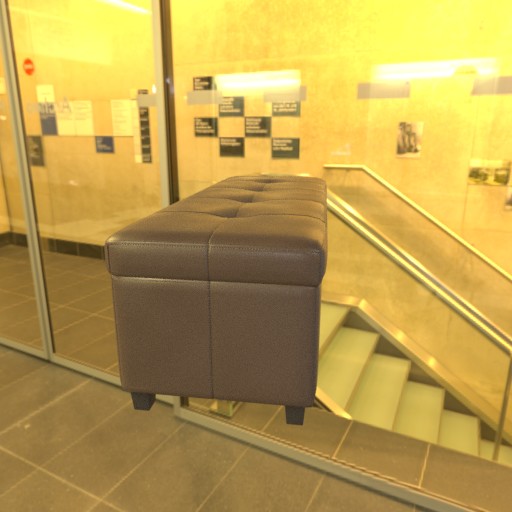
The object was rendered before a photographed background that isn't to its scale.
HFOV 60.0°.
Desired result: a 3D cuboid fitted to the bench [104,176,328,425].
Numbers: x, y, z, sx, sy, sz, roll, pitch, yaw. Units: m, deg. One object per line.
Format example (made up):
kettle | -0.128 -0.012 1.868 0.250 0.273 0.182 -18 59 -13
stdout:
bench | 0.000 0.000 1.461 0.450 0.417 1.219 2 16 8
